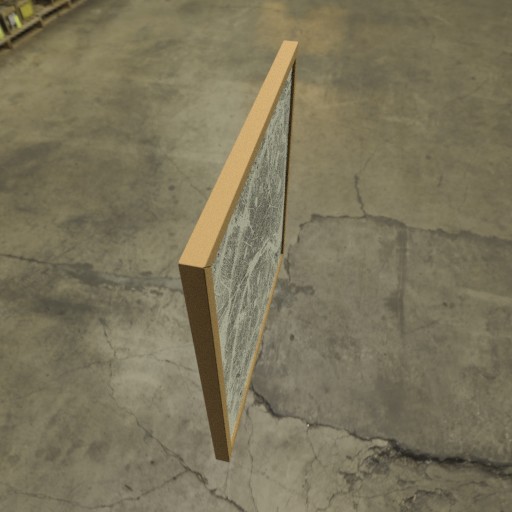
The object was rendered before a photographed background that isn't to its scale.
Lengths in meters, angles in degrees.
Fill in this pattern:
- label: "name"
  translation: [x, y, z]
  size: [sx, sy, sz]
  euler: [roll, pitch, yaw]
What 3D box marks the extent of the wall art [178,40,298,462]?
- label: "wall art"
  translation: [0.000, 0.000, 1.120]
  size: [0.037, 0.761, 0.761]
  euler: [10, 48, 9]
